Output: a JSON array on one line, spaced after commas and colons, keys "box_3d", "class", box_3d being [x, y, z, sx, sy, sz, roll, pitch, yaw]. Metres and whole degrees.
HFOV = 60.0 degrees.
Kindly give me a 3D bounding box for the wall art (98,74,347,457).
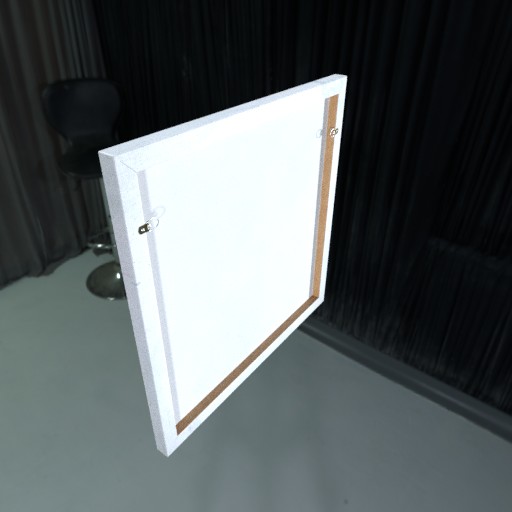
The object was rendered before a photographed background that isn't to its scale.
[{"box_3d": [0.000, 0.000, 1.137, 0.041, 0.762, 0.762, 22, 39, 30], "class": "wall art"}]
